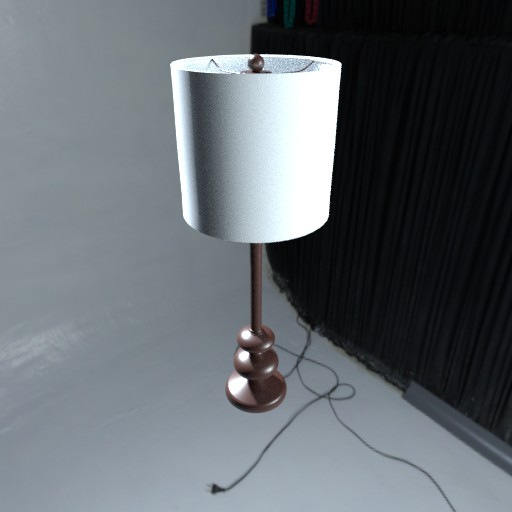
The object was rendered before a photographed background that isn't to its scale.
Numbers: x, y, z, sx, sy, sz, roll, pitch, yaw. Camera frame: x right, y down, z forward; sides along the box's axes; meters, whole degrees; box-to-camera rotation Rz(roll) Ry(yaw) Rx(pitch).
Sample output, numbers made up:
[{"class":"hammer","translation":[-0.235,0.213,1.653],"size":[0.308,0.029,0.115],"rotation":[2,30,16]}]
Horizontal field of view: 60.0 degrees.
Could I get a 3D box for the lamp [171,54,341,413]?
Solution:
[{"class":"lamp","translation":[0.000,0.000,0.829],"size":[0.254,0.690,0.254],"rotation":[-21,35,-32]}]
